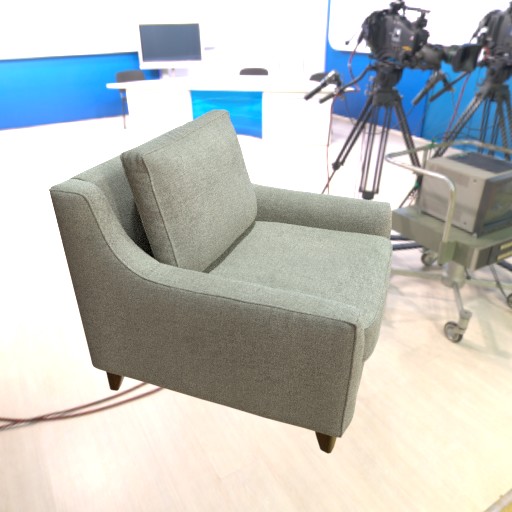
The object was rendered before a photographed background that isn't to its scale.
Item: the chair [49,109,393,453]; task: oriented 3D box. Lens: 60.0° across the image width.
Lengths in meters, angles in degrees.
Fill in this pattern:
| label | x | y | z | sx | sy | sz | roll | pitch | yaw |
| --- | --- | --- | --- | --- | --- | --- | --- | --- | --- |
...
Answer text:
| label | x | y | z | sx | sy | sz | roll | pitch | yaw |
| --- | --- | --- | --- | --- | --- | --- | --- | --- | --- |
| chair | 0.000 | 0.000 | 1.566 | 0.918 | 0.864 | 0.838 | 11 | 32 | 17 |
